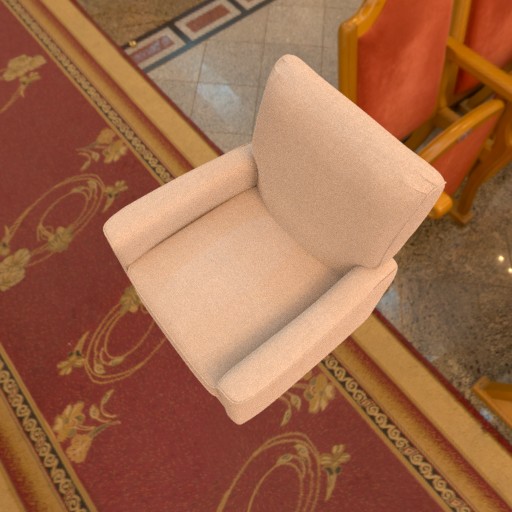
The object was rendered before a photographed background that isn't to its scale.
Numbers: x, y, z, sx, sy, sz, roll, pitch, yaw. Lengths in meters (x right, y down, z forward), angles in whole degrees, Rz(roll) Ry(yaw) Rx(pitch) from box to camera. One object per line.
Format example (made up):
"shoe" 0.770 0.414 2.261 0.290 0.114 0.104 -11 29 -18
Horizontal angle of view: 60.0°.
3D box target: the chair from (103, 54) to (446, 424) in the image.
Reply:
"chair" 0.000 0.000 1.658 0.858 1.023 0.841 -36 68 -17
